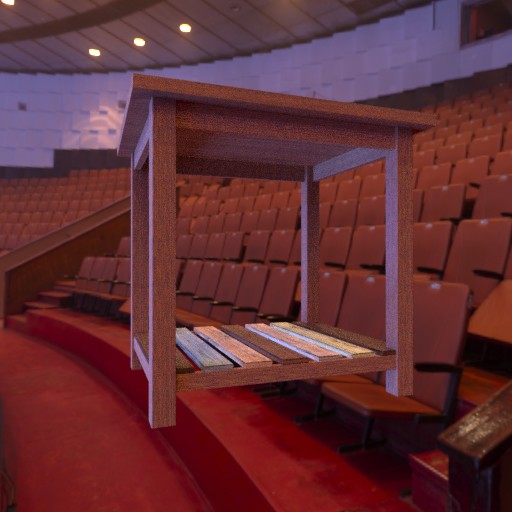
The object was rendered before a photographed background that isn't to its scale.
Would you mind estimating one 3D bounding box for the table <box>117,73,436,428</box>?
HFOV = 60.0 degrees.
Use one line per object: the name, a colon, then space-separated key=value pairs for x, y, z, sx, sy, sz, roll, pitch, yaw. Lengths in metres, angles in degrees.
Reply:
table: x=0.000 y=0.000 z=1.146 sx=0.660 sy=0.635 sz=0.559 roll=0 pitch=0 yaw=-20
